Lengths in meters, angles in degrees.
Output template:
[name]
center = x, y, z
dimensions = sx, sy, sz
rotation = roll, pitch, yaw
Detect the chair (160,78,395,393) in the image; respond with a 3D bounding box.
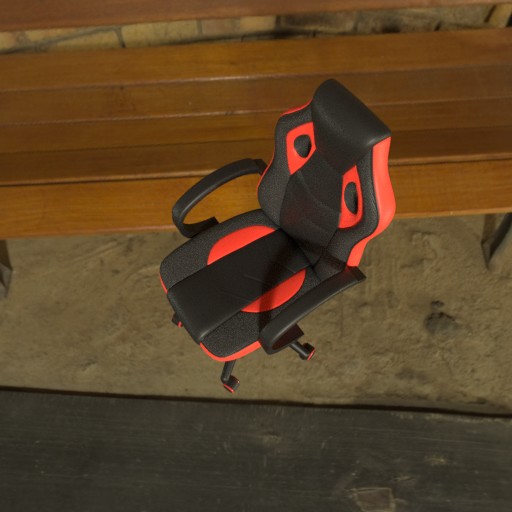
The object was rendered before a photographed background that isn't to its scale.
[chair]
center = 0.000, 0.000, 1.432
dimensions = 0.642, 1.016, 0.600
rotation = -32, 67, -15
